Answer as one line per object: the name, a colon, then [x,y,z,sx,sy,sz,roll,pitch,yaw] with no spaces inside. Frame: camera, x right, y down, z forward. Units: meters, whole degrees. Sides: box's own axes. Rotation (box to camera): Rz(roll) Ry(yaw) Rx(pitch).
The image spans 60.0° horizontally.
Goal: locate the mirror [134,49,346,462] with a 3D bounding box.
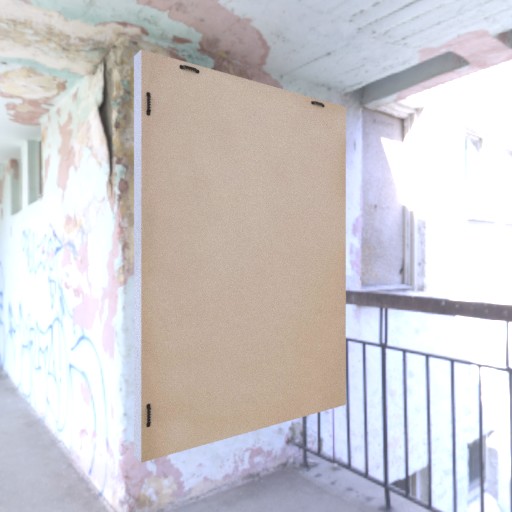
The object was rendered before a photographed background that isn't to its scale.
mirror: [0.000,0.000,0.921,0.507,0.710,0.039,0,0,-36]
